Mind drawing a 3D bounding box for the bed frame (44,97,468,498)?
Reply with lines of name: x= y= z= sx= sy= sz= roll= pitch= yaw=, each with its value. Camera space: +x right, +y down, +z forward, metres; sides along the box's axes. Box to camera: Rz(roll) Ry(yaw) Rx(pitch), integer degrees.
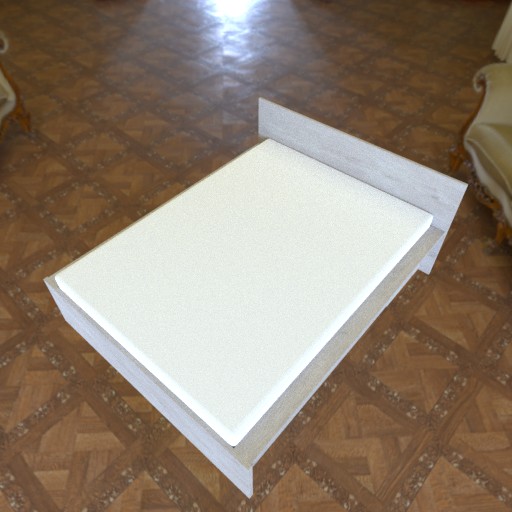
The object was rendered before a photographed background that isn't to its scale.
bed frame: x=0.000 y=0.000 z=2.772 sx=1.622 sy=0.800 sz=1.960 roll=32 pitch=55 yaw=27
